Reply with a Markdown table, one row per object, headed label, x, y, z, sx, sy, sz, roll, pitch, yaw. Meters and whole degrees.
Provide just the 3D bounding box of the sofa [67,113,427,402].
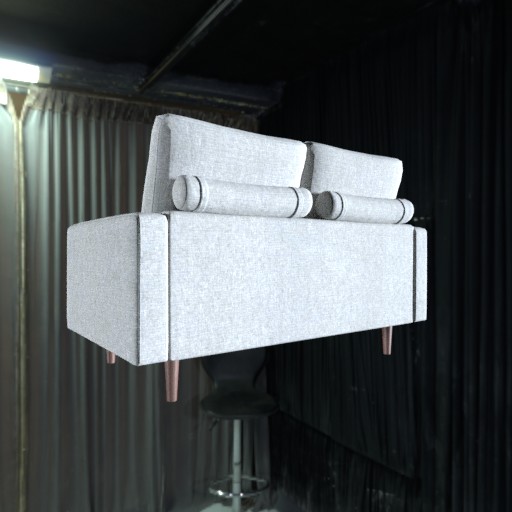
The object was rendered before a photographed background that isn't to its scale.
| label | x | y | z | sx | sy | sz | roll | pitch | yaw |
| --- | --- | --- | --- | --- | --- | --- | --- | --- | --- |
| sofa | 0.000 | 0.000 | 1.952 | 1.407 | 0.907 | 0.842 | 0 | 1 | -36 |
